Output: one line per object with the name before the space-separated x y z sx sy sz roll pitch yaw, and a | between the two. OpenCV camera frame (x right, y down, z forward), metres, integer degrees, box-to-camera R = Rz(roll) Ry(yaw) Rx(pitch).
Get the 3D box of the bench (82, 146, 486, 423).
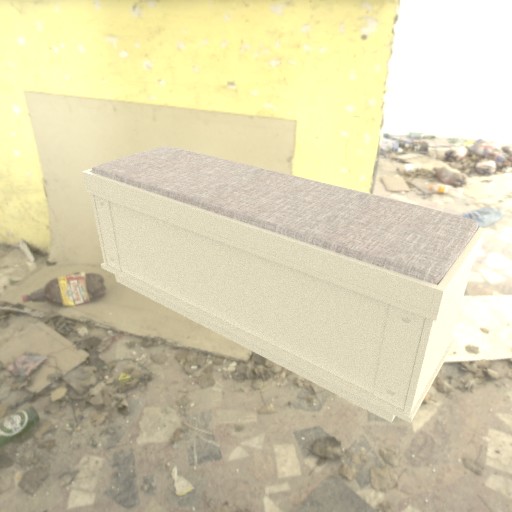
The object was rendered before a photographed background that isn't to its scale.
bench | 0.000 0.000 1.412 1.196 0.453 0.363 20 35 32
